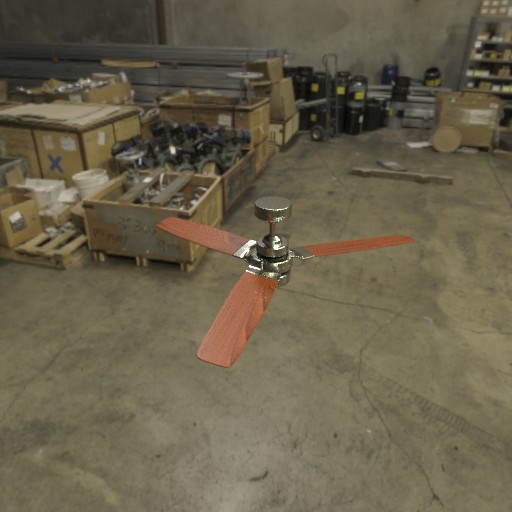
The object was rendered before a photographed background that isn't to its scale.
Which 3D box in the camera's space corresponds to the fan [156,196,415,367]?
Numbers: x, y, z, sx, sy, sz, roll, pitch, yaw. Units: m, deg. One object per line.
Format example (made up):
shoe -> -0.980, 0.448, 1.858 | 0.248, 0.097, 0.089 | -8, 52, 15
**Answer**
fan -> 0.000, 0.000, 2.013 | 1.416, 0.410, 1.271 | 8, 29, 15
